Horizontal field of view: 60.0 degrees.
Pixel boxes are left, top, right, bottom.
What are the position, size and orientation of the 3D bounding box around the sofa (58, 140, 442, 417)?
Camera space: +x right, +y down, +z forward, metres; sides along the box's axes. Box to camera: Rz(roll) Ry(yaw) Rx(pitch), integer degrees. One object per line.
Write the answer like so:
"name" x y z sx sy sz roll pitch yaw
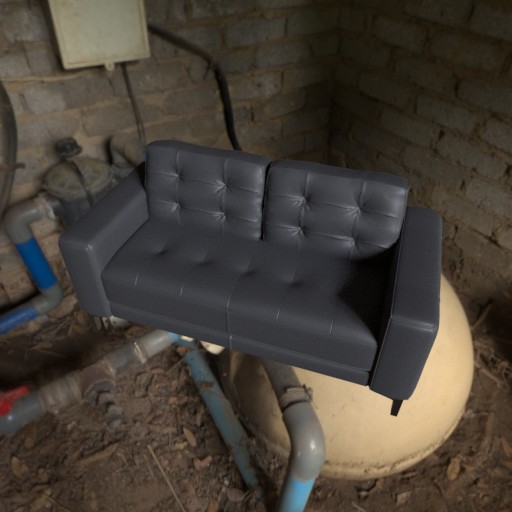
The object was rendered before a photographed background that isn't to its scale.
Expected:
"sofa" 0.000 0.000 2.253 1.726 0.893 0.833 12 42 14
